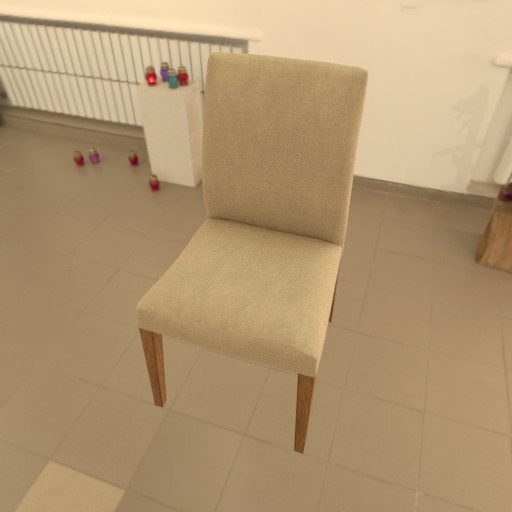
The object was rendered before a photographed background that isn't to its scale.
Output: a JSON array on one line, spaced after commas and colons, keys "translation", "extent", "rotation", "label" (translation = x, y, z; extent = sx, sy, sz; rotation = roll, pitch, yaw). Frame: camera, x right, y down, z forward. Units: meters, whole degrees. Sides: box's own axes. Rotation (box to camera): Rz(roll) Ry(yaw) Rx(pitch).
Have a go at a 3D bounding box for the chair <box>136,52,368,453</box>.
[{"translation": [0.000, 0.000, 1.278], "extent": [0.496, 0.940, 0.585], "rotation": [13, 43, 14], "label": "chair"}]
